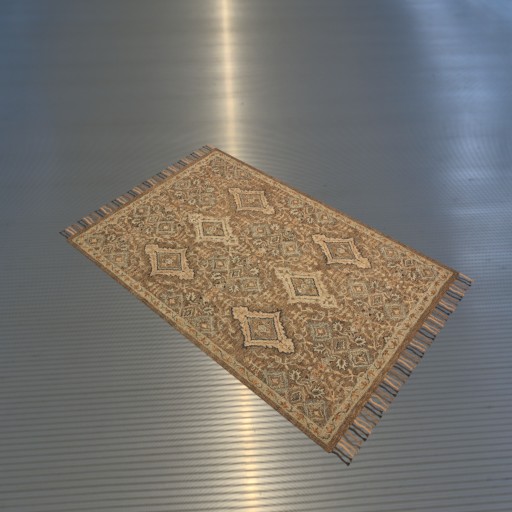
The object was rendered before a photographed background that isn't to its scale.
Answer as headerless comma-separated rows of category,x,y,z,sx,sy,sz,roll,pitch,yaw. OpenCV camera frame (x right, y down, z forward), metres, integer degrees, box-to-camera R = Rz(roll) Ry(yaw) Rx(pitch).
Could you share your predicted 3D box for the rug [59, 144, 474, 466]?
rug,0.000,0.000,3.022,2.434,0.010,1.516,32,55,26
